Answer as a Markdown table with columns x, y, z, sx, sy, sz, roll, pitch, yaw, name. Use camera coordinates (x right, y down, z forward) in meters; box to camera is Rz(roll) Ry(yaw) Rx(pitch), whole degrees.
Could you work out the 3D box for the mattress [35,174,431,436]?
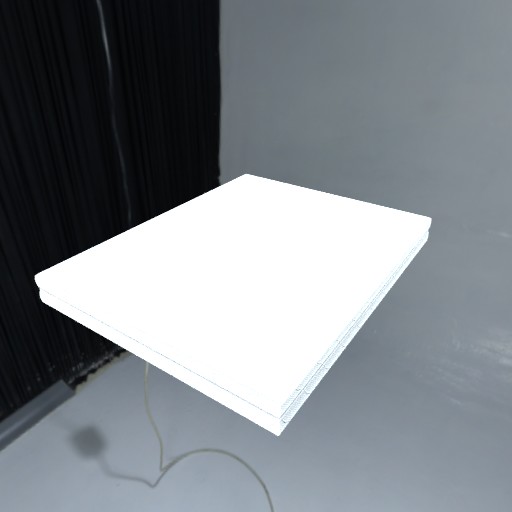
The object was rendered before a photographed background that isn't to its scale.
| x | y | z | sx | sy | sz | roll | pitch | yaw | name |
| --- | --- | --- | --- | --- | --- | --- | --- | --- | --- |
| 0.000 | 0.000 | 2.803 | 1.600 | 0.200 | 2.000 | 19 | 35 | 29 | mattress |
